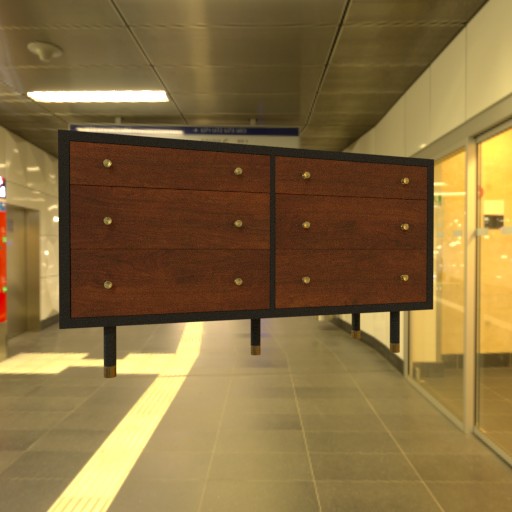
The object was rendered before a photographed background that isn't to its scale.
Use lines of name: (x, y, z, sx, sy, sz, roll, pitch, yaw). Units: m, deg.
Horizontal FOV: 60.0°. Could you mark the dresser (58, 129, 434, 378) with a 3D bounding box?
dresser: (0.000, 0.000, 1.955, 1.558, 0.872, 0.463, 0, 1, -19)
